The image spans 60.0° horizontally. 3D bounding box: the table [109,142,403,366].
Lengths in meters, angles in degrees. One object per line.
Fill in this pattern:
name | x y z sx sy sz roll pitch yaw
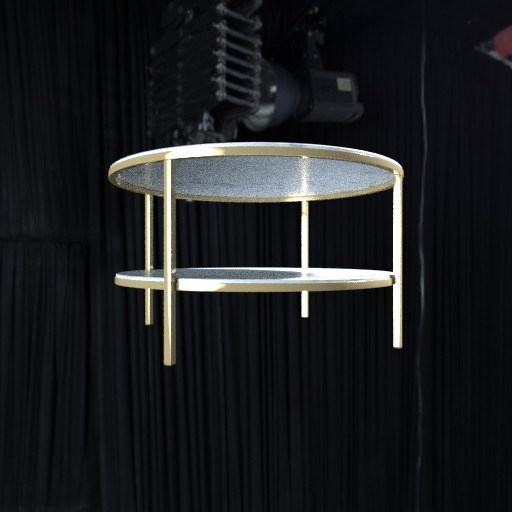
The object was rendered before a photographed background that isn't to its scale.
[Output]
table | 0.000 0.000 1.269 0.800 0.450 0.800 0 0 0
